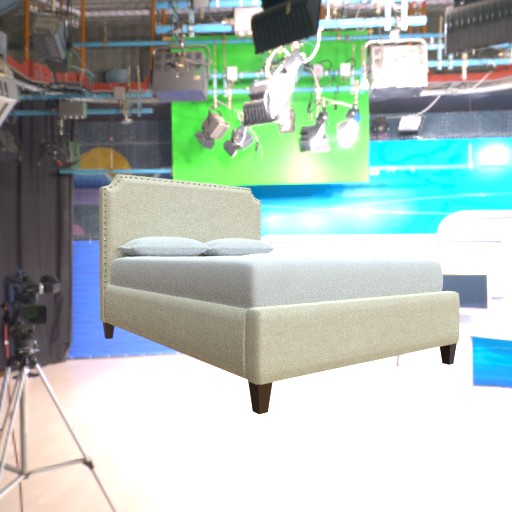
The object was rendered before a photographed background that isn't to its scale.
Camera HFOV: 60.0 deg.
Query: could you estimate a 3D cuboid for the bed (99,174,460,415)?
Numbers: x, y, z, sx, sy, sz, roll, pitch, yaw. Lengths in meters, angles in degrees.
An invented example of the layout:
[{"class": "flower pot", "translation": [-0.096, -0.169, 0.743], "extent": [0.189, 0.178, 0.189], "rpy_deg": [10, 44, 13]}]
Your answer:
[{"class": "bed", "translation": [0.000, 0.000, 3.450], "extent": [1.713, 1.457, 2.381], "rpy_deg": [0, 0, -36]}]
